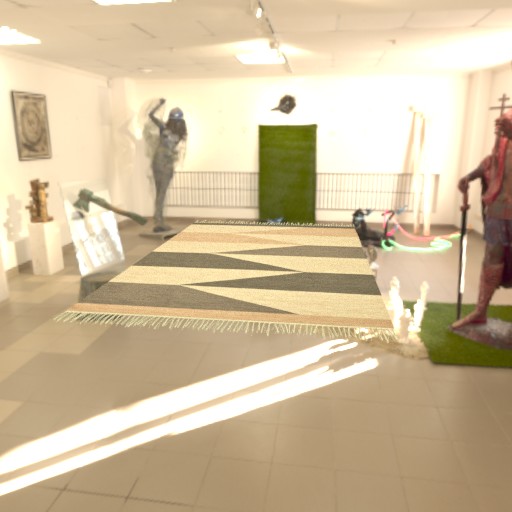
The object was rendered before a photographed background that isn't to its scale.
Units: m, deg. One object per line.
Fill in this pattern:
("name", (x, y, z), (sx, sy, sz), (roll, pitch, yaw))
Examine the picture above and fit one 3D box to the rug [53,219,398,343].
("rug", (0.000, 0.000, 2.487), (1.224, 0.027, 2.021), (2, 15, 8))
